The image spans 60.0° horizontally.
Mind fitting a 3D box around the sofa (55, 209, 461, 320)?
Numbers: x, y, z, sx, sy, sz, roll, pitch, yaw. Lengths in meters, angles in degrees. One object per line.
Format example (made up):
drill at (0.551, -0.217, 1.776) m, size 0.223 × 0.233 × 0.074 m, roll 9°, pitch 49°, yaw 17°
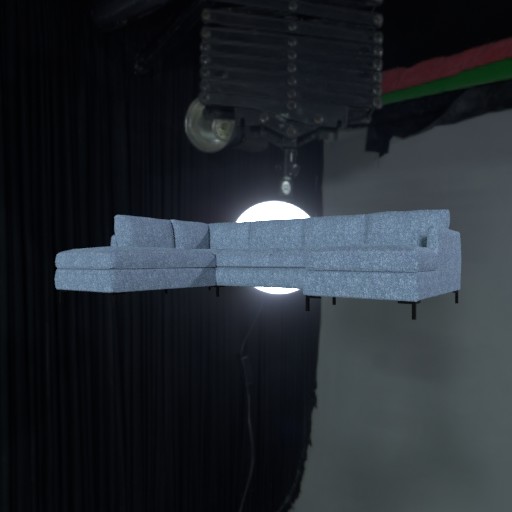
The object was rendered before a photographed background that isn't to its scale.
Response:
sofa at (0.000, 0.000, 3.562) m, size 2.737 × 0.756 × 1.879 m, roll 0°, pitch -1°, yaw 36°
